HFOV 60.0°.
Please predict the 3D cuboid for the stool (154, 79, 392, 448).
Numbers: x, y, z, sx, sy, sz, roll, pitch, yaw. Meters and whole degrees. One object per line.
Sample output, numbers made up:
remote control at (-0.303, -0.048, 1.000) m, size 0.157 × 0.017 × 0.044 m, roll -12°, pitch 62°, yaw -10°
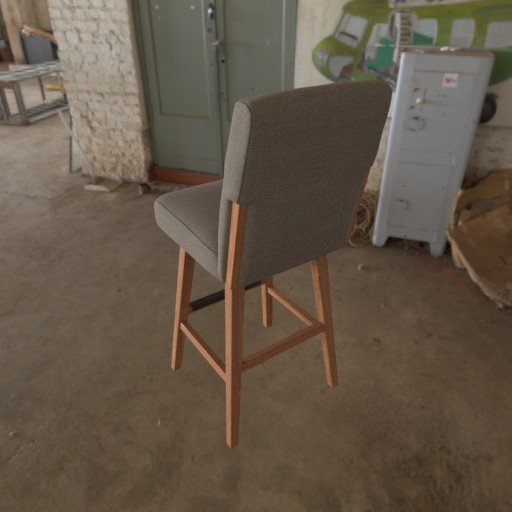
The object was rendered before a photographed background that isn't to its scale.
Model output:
stool at (0.000, 0.000, 1.425) m, size 0.483 × 1.112 × 0.570 m, roll -20°, pitch 36°, yaw -29°
